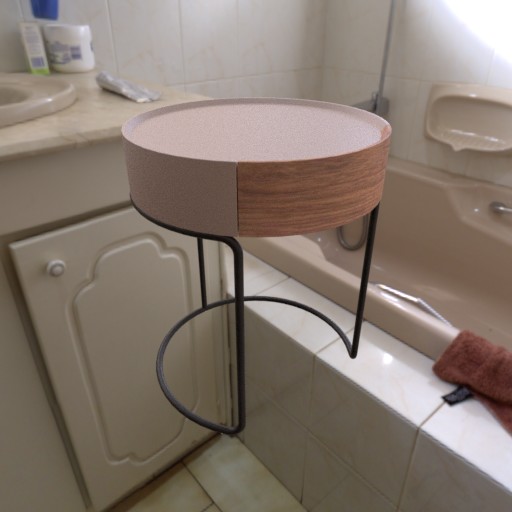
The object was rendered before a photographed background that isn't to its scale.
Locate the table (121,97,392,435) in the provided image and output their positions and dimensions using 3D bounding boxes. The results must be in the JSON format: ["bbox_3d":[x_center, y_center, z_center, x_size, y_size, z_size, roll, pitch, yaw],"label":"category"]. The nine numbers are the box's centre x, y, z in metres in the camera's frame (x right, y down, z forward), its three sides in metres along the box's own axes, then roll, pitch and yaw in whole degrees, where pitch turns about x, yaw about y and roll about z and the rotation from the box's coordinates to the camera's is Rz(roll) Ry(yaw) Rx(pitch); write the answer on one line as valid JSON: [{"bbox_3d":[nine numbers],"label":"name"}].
[{"bbox_3d":[0.000,0.000,0.889,0.450,0.530,0.450,0,30,0],"label":"table"}]
